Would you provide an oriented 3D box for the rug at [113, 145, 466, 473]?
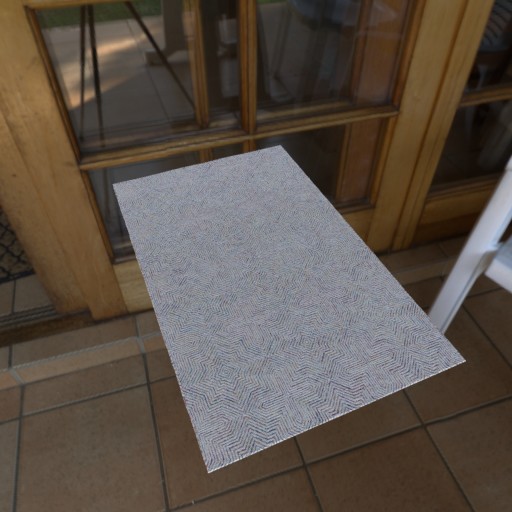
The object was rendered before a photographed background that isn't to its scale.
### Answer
[{"bbox_3d":[0.000,0.000,3.051,1.519,0.007,2.428,-17,48,-16],"label":"rug"}]
